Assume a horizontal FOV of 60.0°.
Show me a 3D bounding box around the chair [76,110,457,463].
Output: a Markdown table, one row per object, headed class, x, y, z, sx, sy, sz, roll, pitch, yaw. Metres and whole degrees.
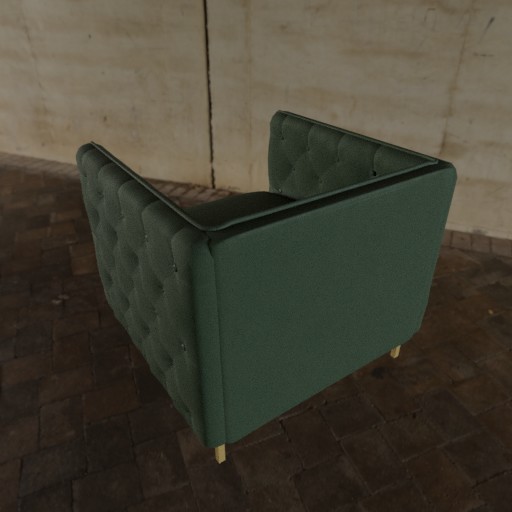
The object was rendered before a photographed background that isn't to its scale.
| class | x | y | z | sx | sy | sz | roll | pitch | yaw |
| --- | --- | --- | --- | --- | --- | --- | --- | --- | --- |
| chair | 0.000 | 0.000 | 1.542 | 0.917 | 0.768 | 0.855 | -20 | 36 | -29 |
